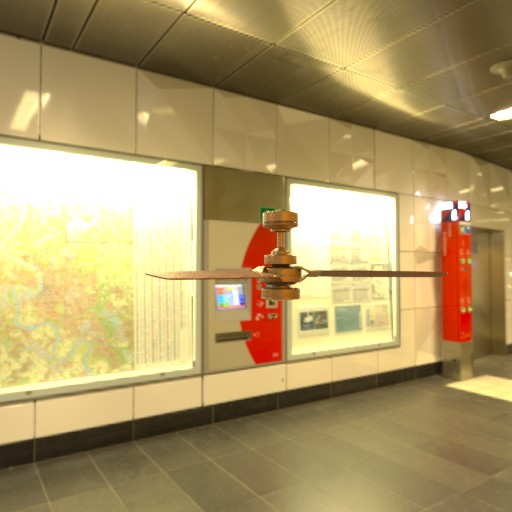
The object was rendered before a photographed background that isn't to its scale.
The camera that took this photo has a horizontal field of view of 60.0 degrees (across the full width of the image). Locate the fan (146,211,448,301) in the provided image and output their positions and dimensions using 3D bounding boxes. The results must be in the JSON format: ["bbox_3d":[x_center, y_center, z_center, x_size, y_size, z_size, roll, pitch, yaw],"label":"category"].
[{"bbox_3d":[0.000,0.000,2.059,1.416,0.425,1.271,-1,-2,37],"label":"fan"}]
